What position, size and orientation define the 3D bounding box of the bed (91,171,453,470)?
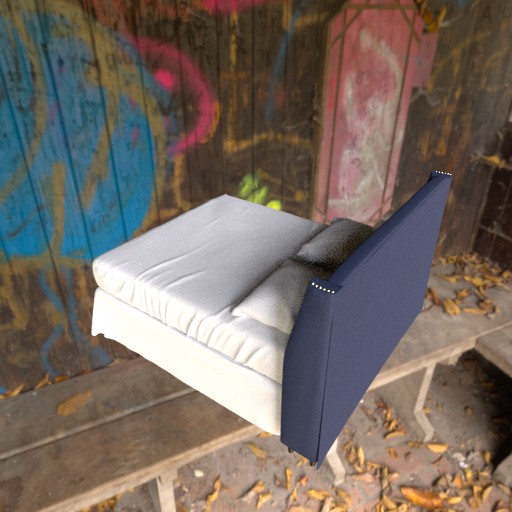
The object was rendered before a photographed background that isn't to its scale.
[{"bbox_3d":[0.000,0.000,3.524,2.276,1.332,1.925,20,36,30],"label":"bed"}]
